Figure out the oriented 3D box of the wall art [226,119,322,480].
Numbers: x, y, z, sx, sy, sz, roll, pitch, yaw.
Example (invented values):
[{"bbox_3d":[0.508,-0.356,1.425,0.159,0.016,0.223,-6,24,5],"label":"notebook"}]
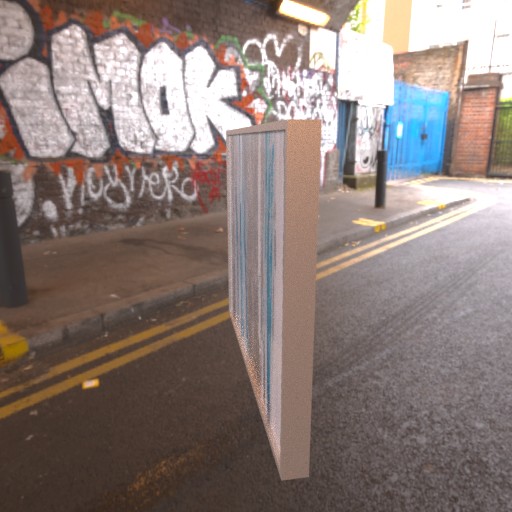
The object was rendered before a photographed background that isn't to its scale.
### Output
[{"bbox_3d":[0.000,0.000,1.435,0.066,0.801,1.056,-3,15,-10],"label":"wall art"}]
